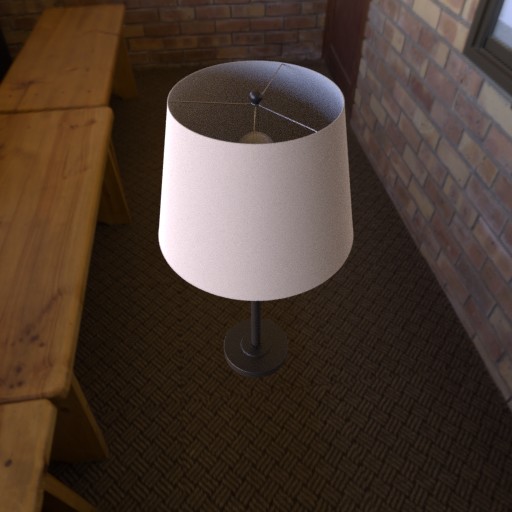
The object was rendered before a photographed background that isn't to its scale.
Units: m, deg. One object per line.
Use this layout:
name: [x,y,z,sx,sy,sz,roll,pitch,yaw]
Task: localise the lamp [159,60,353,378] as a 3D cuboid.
lamp: [0.000,0.000,0.897,0.363,0.696,0.363,0,46,0]
